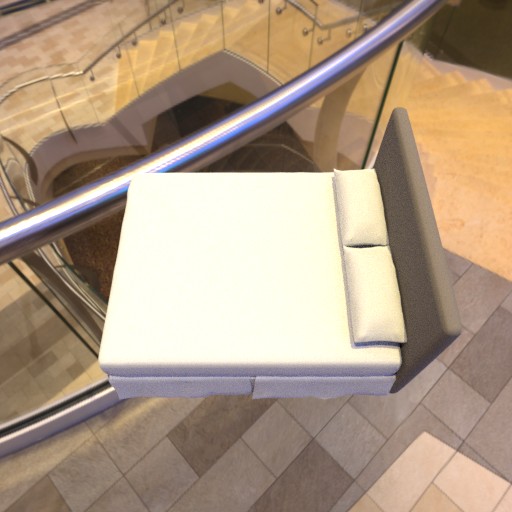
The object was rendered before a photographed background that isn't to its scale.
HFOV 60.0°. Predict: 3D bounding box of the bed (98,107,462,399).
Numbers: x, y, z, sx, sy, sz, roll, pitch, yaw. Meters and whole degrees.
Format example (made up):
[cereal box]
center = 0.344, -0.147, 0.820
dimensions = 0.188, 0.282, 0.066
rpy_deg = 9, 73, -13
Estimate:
[bed]
center = 0.000, 0.000, 3.227
dimensions = 2.142, 1.330, 1.748
rpy_deg = 0, 59, 0
